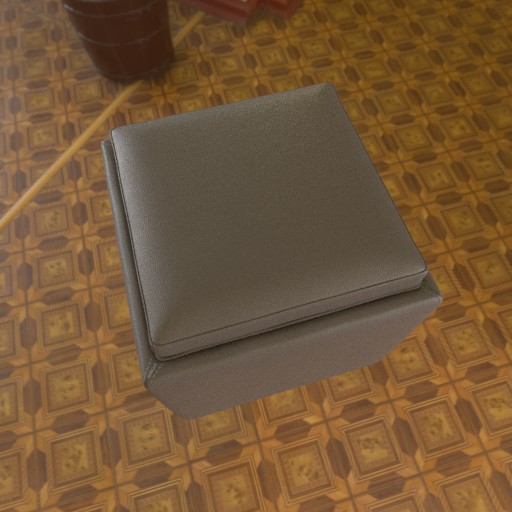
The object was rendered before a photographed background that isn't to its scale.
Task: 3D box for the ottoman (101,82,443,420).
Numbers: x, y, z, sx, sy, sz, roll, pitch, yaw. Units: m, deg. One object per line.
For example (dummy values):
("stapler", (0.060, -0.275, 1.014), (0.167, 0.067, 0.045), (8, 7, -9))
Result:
("ottoman", (0.000, 0.000, 0.834), (0.451, 0.460, 0.450), (-15, 64, -7))
